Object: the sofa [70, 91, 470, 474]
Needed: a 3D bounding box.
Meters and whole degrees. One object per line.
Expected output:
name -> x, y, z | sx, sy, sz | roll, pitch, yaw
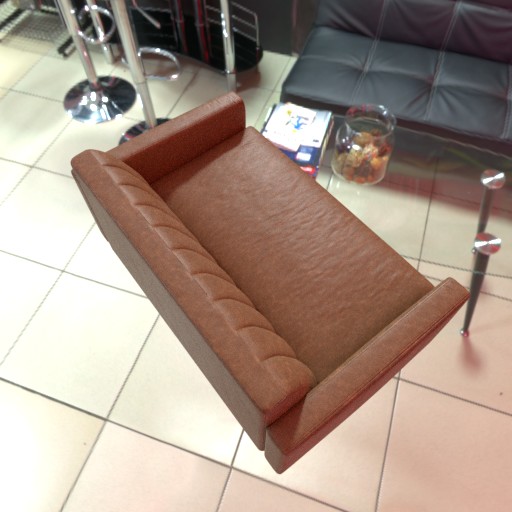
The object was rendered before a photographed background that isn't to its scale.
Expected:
sofa -> 0.000, 0.000, 2.040 | 0.960, 0.820, 1.549 | -33, 63, -19
